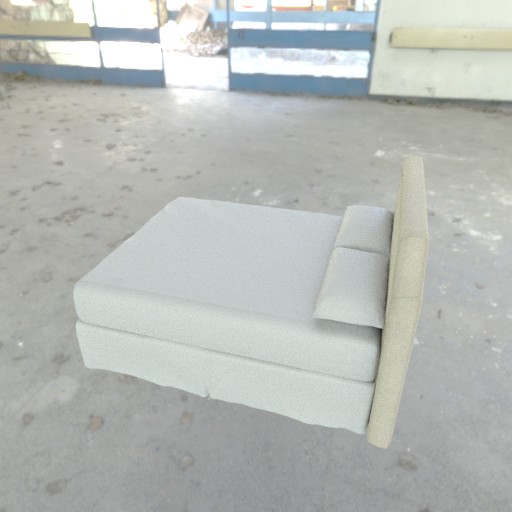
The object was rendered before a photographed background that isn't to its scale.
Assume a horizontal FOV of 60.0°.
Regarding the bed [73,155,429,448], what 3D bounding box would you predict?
[{"bbox_3d":[0.000,0.000,3.273,2.164,1.297,1.828,9,31,15],"label":"bed"}]
